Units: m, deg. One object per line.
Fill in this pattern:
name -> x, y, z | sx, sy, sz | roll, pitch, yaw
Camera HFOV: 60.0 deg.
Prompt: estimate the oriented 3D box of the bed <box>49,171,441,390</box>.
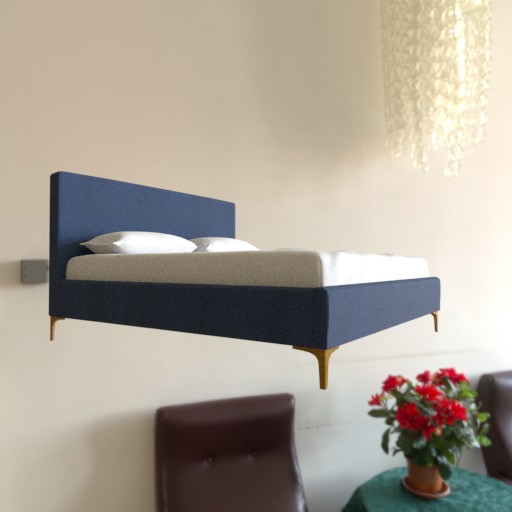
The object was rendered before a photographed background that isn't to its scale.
bed -> 0.000, 0.000, 3.423 | 2.232, 1.231, 2.096 | -1, -1, 35
